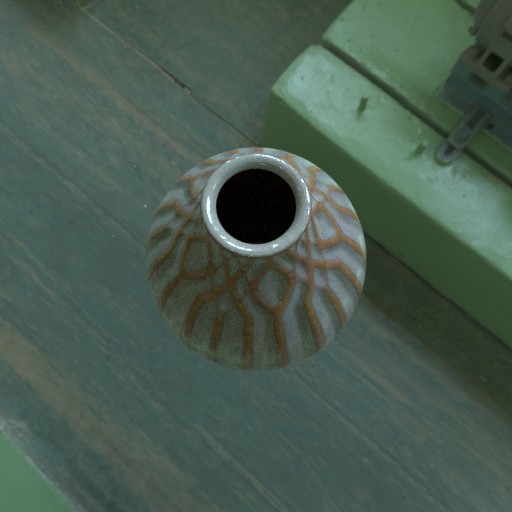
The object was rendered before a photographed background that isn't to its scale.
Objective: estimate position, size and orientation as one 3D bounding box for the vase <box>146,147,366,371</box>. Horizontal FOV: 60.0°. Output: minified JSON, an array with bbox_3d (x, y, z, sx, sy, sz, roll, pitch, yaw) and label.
[{"bbox_3d":[0.000,0.000,0.259,0.131,0.175,0.131,0,76,0],"label":"vase"}]
